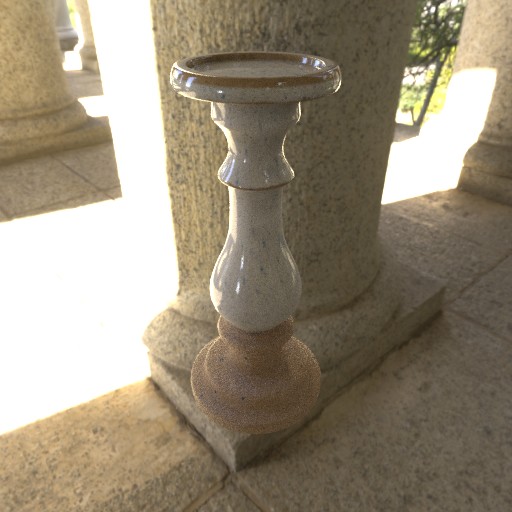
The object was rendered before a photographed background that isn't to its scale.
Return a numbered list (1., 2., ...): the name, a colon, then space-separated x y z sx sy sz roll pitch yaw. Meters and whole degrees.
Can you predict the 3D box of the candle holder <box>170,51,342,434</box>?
1. candle holder: 0.000 0.000 0.251 0.088 0.203 0.088 0 32 0
